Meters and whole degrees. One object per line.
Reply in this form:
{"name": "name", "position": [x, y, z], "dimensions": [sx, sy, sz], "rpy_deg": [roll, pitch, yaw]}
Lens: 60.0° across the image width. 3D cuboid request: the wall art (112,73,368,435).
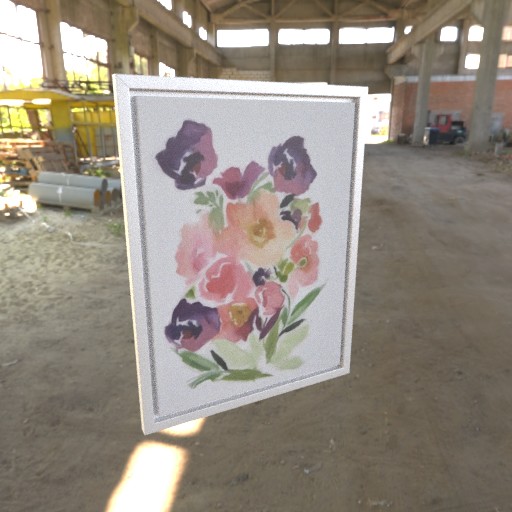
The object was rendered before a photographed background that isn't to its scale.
{"name": "wall art", "position": [0.000, 0.000, 1.436], "dimensions": [0.805, 1.056, 0.042], "rpy_deg": [-8, 18, -26]}
